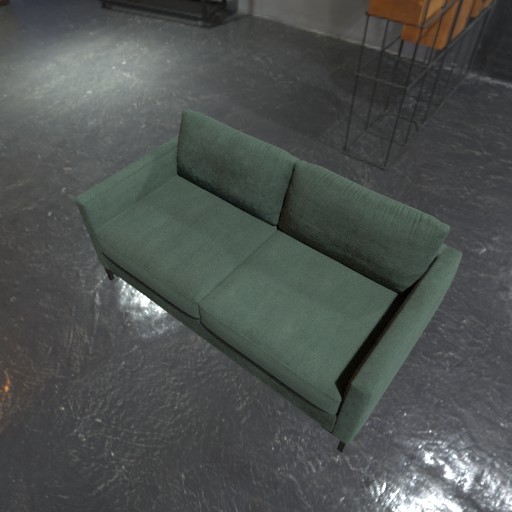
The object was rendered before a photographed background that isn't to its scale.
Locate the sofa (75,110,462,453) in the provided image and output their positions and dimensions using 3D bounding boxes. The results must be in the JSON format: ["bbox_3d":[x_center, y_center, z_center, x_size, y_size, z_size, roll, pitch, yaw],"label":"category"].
[{"bbox_3d":[0.000,0.000,2.216,1.676,0.817,0.875,30,55,25],"label":"sofa"}]
